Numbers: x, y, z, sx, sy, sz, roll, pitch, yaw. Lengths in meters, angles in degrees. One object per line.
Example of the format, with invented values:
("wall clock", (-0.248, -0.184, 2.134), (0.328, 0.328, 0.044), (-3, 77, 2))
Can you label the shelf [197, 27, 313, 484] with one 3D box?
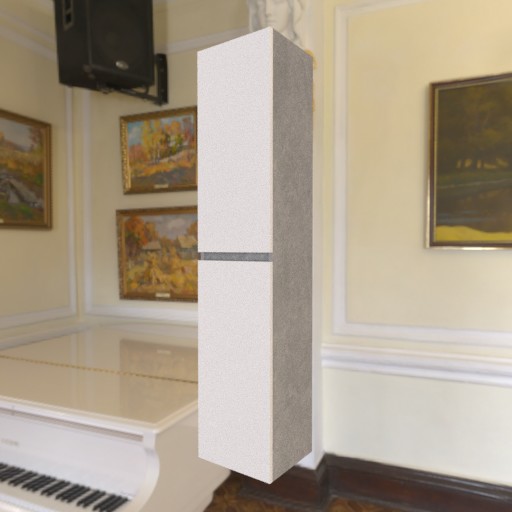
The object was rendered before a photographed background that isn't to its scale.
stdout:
("shelf", (0.000, 0.000, 1.552), (0.300, 1.400, 0.270), (1, 1, 36))
